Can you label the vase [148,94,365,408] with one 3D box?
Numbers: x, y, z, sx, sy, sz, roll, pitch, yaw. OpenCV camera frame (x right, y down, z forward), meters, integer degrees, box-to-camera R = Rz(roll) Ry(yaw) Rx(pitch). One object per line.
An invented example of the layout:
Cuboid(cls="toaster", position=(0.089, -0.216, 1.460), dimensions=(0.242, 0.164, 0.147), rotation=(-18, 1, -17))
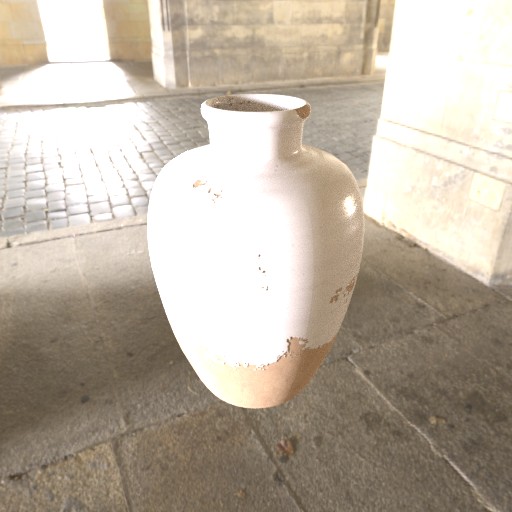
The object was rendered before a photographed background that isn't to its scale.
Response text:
Cuboid(cls="vase", position=(0.000, 0.000, 0.343), dimensions=(0.158, 0.228, 0.158), rotation=(0, 29, 0))
